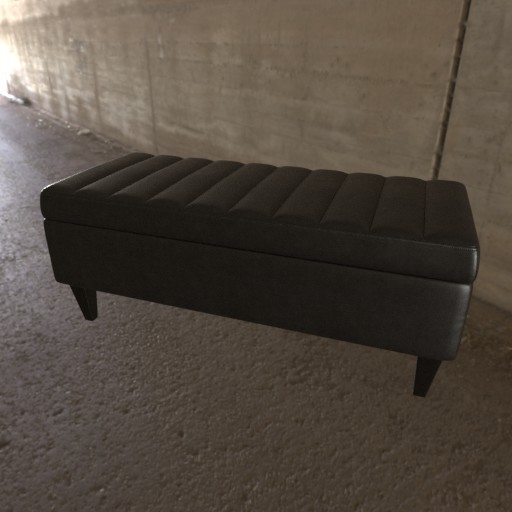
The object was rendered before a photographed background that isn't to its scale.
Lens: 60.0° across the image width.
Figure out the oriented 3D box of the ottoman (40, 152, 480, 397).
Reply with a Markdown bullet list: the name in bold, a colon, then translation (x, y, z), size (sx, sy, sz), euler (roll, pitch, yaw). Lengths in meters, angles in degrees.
- **ottoman**: translation (0.000, 0.000, 1.356), size (1.151, 0.469, 0.482), euler (9, 28, 17)
